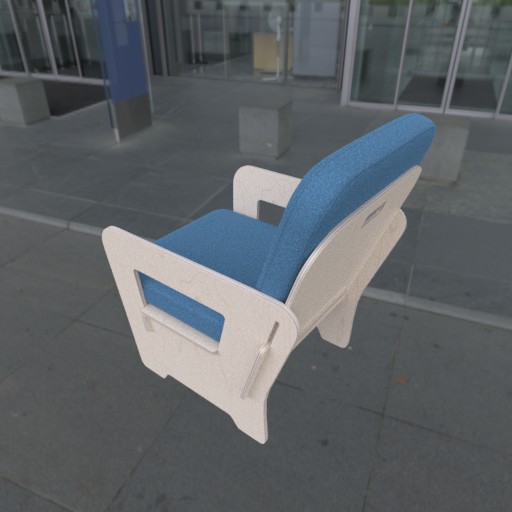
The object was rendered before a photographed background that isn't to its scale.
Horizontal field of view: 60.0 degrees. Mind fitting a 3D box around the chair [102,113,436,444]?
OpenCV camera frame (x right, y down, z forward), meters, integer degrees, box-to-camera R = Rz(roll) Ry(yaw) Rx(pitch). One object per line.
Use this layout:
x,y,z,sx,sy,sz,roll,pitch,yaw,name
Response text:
0.000,0.000,1.149,0.657,0.747,0.547,22,38,31,chair
